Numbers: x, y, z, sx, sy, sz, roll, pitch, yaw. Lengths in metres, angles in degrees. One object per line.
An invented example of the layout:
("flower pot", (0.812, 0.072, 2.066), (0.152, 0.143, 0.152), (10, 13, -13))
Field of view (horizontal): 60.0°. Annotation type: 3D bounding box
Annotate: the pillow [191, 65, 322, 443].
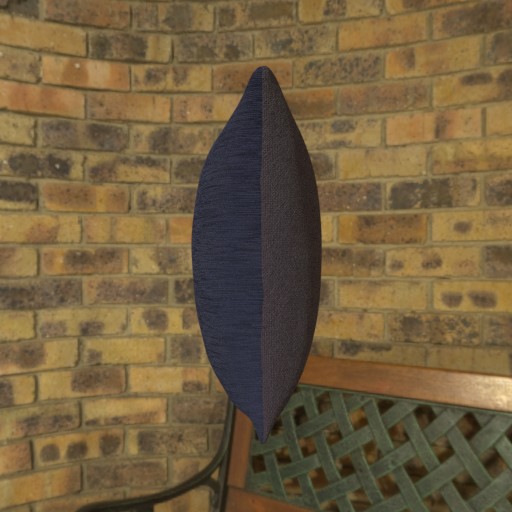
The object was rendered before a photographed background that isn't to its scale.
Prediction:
("pillow", (0.000, 0.000, 0.720), (0.204, 0.439, 0.452), (0, 0, 0))
